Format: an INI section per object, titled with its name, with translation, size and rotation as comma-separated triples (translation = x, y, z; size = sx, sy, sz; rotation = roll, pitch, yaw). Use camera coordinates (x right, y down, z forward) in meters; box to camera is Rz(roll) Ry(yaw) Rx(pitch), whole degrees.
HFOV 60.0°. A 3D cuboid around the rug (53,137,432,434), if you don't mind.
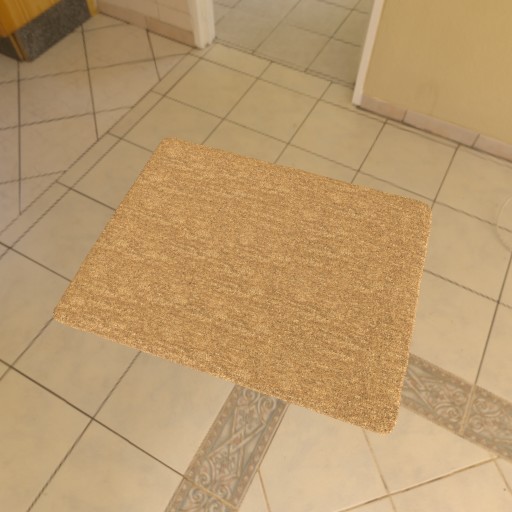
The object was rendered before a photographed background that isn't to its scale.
[rug]
translation = 0.000, 0.000, 3.941
size = 2.873, 0.050, 2.242
rotation = 16, 60, 10
